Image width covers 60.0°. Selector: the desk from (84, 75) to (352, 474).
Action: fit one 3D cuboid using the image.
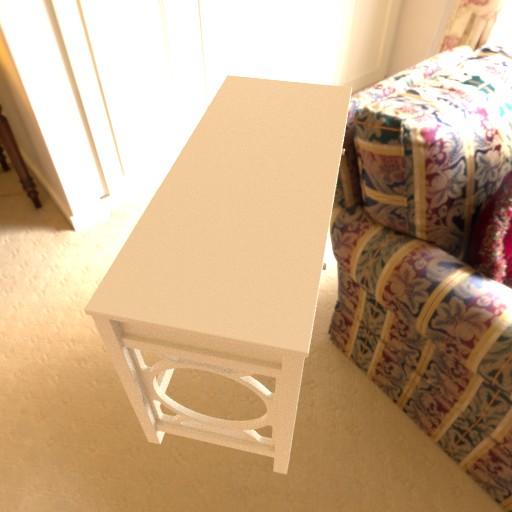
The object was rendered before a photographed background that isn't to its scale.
[{"bbox_3d":[0.000,0.000,1.604,0.504,0.762,1.191,9,47,9],"label":"desk"}]
